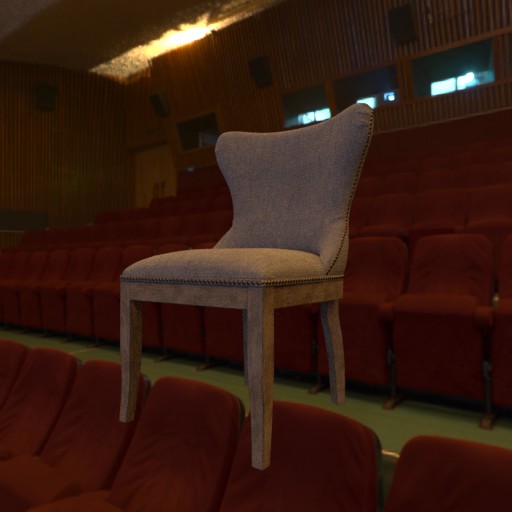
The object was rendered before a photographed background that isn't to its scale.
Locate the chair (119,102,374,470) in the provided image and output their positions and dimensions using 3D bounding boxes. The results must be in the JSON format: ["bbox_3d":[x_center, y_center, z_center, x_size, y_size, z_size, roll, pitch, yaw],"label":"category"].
[{"bbox_3d":[0.000,0.000,1.458,0.654,1.002,0.681,0,-1,36],"label":"chair"}]
